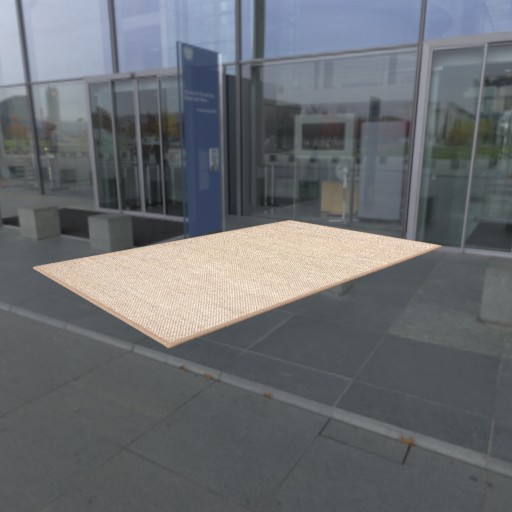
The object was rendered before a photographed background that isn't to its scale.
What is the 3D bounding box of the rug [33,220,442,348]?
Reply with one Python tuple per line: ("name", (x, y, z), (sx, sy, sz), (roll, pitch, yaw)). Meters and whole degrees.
("rug", (0.000, 0.000, 2.105), (1.668, 0.012, 1.061), (-14, 20, -42))
